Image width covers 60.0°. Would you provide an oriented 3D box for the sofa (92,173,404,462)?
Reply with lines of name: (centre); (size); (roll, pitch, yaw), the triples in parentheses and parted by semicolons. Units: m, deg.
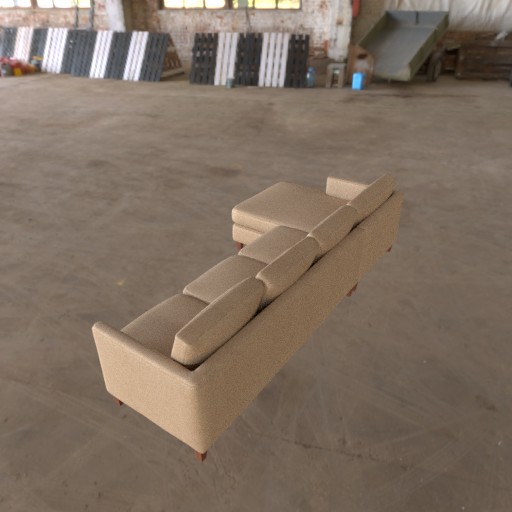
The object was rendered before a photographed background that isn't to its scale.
sofa: (0.000, 0.000, 3.859); (1.502, 0.876, 3.201); (20, 36, 30)
